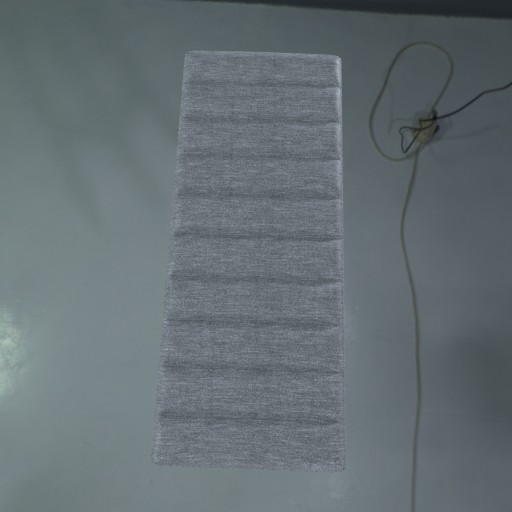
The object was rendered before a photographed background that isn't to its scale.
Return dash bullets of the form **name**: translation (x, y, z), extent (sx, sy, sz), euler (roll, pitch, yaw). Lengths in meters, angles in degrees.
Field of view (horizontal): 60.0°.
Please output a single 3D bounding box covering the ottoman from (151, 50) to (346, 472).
- **ottoman**: translation (0.000, 0.000, 1.379), extent (0.482, 0.469, 1.151), euler (2, 76, 0)
